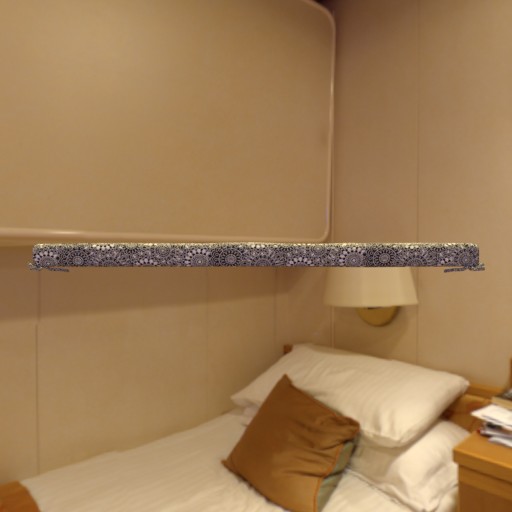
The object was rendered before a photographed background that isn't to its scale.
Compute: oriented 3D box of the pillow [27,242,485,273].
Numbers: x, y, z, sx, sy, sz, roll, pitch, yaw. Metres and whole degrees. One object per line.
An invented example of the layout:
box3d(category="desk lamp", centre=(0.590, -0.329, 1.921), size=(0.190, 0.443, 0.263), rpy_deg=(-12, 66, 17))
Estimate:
box3d(category="pillow", centre=(0.000, 0.000, 1.330), size=(1.187, 0.081, 0.492), rpy_deg=(0, 1, 0))
